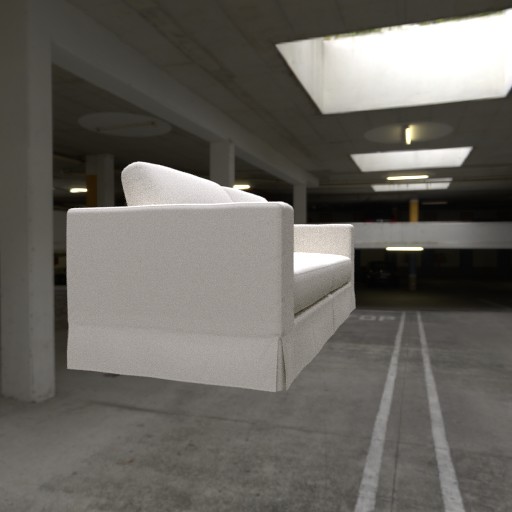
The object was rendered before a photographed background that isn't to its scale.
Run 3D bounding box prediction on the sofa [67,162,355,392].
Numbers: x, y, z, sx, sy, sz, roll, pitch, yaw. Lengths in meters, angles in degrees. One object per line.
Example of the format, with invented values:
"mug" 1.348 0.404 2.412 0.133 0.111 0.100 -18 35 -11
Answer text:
"sofa" 0.000 0.000 2.688 0.954 0.881 2.163 1 2 19
